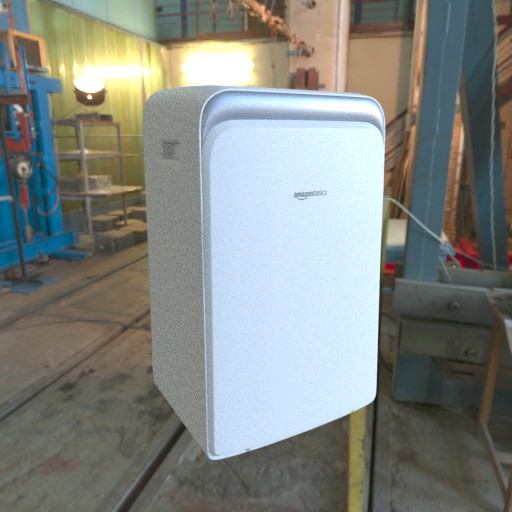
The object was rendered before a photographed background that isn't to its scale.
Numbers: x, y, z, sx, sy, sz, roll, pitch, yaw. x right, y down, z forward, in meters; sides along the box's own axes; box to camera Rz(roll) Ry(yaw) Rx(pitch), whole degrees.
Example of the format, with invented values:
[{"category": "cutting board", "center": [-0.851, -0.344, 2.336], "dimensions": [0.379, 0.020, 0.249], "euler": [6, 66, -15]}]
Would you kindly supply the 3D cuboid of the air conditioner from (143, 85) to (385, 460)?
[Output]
[{"category": "air conditioner", "center": [0.000, 0.000, 1.074], "dimensions": [0.478, 0.765, 0.467], "euler": [-8, 17, -28]}]
